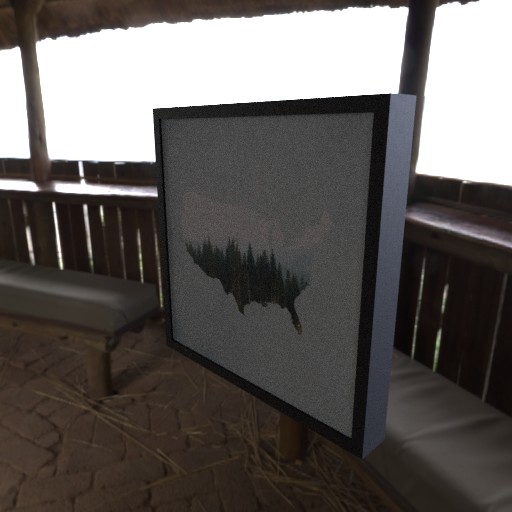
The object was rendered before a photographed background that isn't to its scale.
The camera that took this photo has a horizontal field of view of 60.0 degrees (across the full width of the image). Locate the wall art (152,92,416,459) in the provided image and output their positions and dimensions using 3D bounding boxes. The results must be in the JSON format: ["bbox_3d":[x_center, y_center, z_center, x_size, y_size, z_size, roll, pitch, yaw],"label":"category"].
[{"bbox_3d":[0.000,0.000,0.465,0.038,0.304,0.304,-15,22,-43],"label":"wall art"}]
